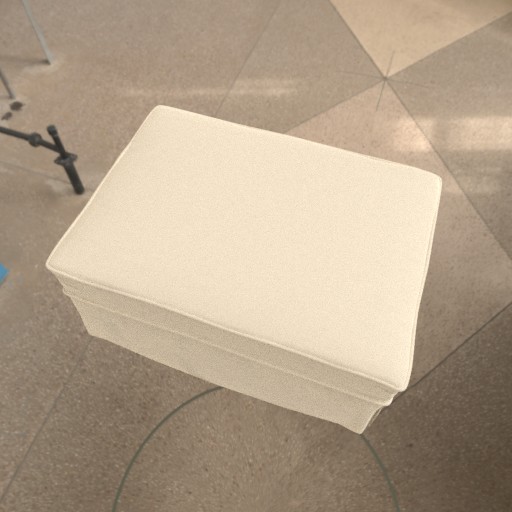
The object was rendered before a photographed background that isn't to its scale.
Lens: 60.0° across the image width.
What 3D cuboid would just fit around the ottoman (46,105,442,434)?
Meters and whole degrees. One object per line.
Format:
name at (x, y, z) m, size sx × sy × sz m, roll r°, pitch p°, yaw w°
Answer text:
ottoman at (0.000, 0.000, 1.334) m, size 0.944 × 0.479 × 0.703 m, roll 17°, pitch 60°, yaw 10°
